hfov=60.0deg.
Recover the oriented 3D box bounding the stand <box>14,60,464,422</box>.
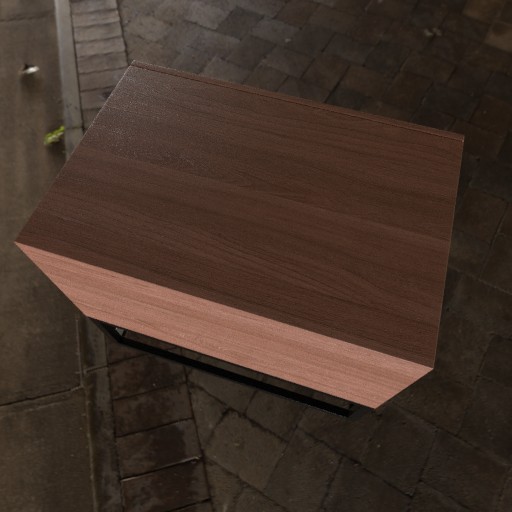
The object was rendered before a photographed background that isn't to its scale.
[{"bbox_3d":[0.000,0.000,0.910,0.600,0.500,0.420,16,63,8],"label":"stand"}]
